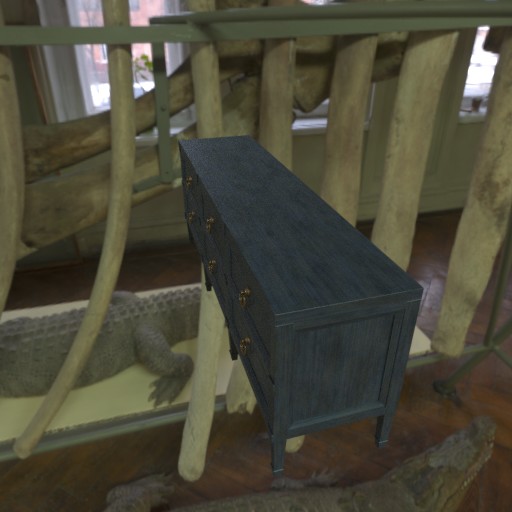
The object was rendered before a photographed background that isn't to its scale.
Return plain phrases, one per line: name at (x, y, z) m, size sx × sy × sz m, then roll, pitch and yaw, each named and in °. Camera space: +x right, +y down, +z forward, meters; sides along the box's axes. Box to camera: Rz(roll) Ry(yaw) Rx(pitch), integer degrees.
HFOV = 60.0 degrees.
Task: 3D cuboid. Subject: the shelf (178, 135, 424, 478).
shelf at (0.000, 0.000, 2.204) m, size 0.471 × 0.715 × 1.878 m, roll -8°, pitch 30°, yaw -14°
